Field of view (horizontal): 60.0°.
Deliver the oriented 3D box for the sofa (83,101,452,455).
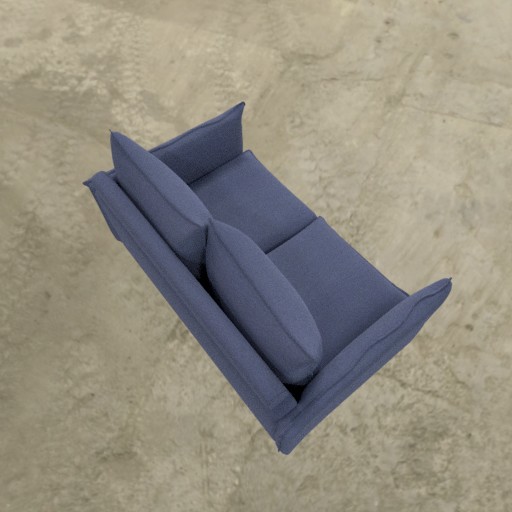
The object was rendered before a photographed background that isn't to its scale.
[{"bbox_3d":[0.000,0.000,1.849,0.820,0.840,1.300,-34,64,-19],"label":"sofa"}]
